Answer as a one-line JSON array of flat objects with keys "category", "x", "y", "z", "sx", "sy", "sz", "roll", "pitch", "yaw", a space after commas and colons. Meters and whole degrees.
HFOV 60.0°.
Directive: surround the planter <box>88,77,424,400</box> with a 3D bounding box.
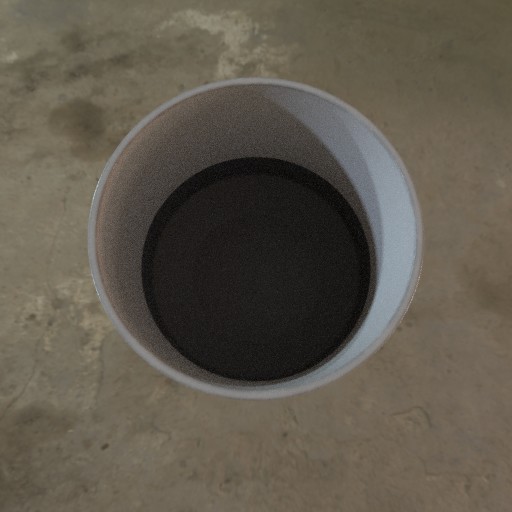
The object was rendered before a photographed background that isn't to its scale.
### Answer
[{"category": "planter", "x": 0.000, "y": 0.000, "z": 0.220, "sx": 0.128, "sy": 0.105, "sz": 0.128, "roll": 0, "pitch": 77, "yaw": 0}]
